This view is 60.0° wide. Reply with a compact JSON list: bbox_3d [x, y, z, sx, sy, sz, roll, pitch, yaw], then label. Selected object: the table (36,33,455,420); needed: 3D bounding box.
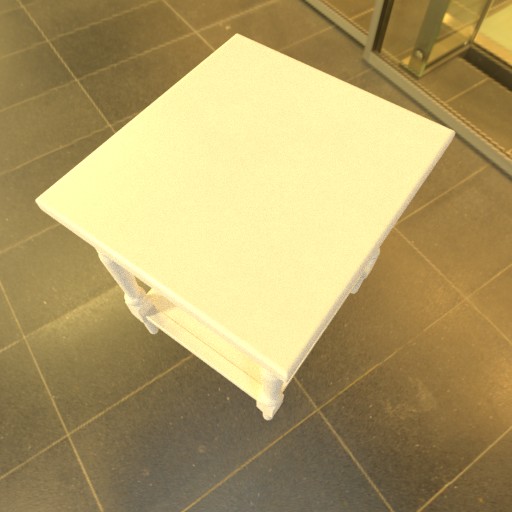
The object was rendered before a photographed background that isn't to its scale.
[{"bbox_3d":[0.000,0.000,0.919,0.442,0.565,0.488,32,65,17],"label":"table"}]
